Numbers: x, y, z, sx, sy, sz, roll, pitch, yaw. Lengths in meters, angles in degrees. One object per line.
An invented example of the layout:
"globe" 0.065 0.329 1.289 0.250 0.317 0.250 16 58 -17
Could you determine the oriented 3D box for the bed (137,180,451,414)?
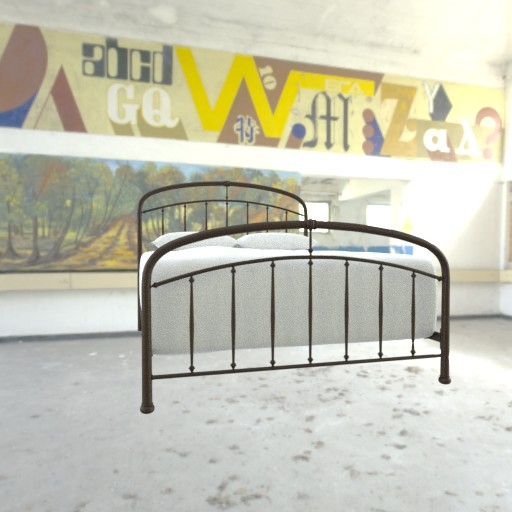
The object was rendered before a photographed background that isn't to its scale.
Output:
"bed" 0.000 0.000 3.305 1.711 1.425 2.180 0 1 -15
